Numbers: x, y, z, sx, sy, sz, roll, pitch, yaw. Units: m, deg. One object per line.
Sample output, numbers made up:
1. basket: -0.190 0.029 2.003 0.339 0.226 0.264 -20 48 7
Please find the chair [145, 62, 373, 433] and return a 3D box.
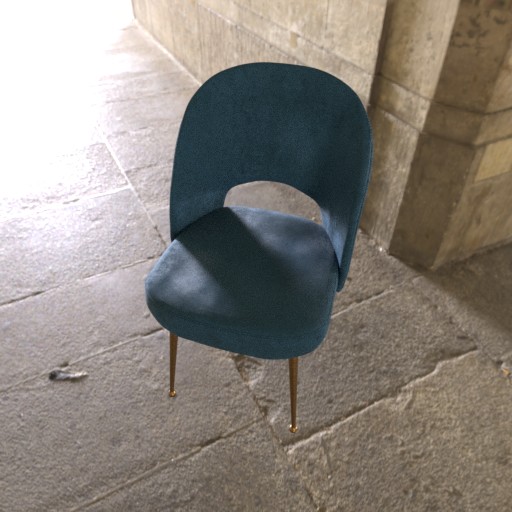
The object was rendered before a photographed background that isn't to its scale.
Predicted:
1. chair: 0.000 0.000 1.241 0.527 0.860 0.577 12 43 13
